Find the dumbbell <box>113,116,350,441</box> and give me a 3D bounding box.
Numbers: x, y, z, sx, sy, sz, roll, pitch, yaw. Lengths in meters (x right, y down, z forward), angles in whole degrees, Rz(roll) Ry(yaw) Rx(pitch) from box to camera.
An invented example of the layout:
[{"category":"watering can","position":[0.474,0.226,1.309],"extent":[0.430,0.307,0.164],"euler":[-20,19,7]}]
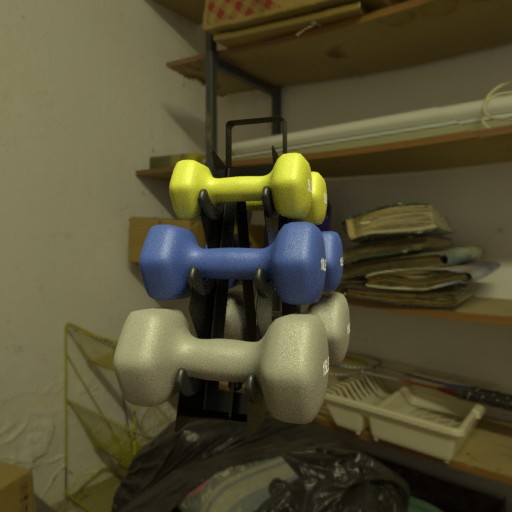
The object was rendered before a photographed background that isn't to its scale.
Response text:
[{"category":"dumbbell","position":[0.000,0.000,0.696],"extent":[0.261,0.426,0.416],"euler":[0,0,17]}]
